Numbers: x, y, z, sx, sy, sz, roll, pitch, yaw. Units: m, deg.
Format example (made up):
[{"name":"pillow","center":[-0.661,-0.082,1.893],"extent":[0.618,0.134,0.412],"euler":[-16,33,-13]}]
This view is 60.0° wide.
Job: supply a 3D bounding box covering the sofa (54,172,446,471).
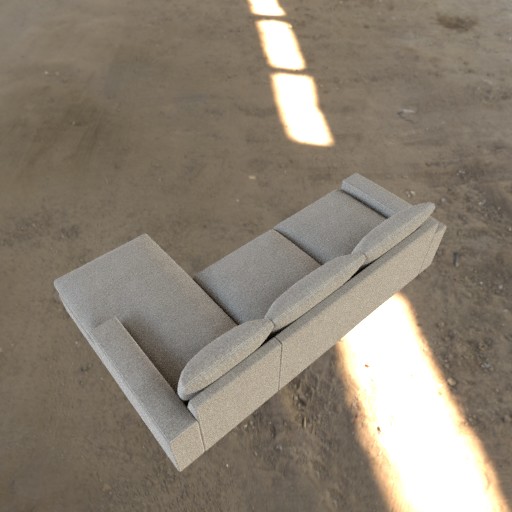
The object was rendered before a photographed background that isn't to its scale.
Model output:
[{"name":"sofa","center":[0.000,0.000,3.563],"extent":[2.718,0.813,1.689],"euler":[-32,55,-26]}]
